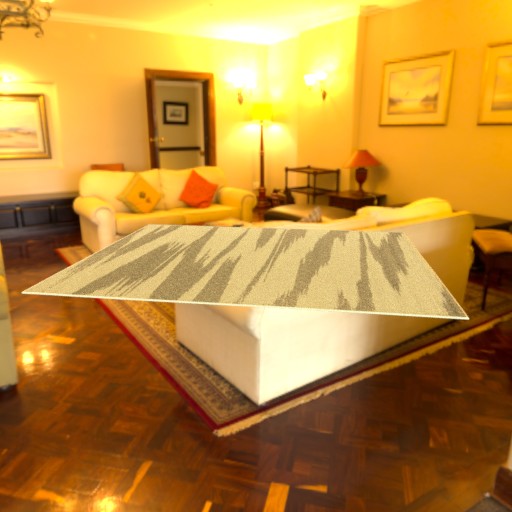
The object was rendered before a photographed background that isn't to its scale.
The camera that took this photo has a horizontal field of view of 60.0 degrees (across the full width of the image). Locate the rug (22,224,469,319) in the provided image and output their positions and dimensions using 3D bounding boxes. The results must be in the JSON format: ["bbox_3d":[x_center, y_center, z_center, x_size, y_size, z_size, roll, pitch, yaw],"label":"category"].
[{"bbox_3d":[0.000,0.000,3.976,2.945,0.014,2.353,2,16,8],"label":"rug"}]
